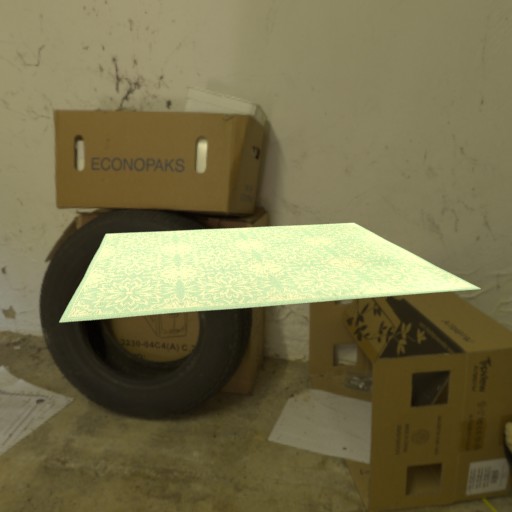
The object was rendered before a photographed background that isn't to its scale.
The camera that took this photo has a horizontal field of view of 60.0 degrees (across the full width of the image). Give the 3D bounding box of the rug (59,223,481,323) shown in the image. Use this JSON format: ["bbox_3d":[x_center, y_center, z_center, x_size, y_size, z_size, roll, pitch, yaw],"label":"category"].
[{"bbox_3d":[0.000,0.000,4.159,2.980,0.012,2.363,-3,17,-11],"label":"rug"}]
